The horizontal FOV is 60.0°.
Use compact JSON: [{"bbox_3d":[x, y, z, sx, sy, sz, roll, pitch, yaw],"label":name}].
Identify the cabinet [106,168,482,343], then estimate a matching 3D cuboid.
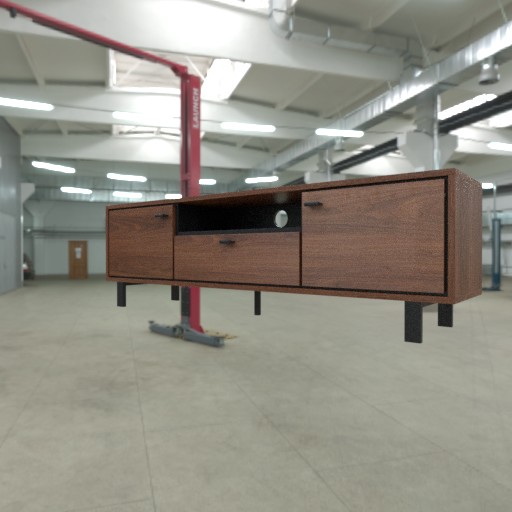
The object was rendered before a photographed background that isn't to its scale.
[{"bbox_3d":[0.000,0.000,1.865,1.650,0.500,0.400,0,1,37],"label":"cabinet"}]
